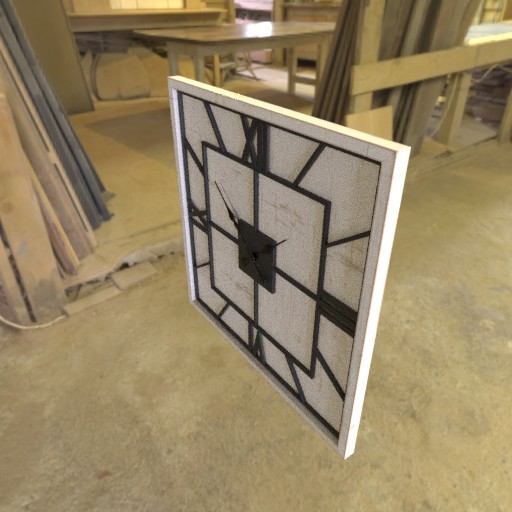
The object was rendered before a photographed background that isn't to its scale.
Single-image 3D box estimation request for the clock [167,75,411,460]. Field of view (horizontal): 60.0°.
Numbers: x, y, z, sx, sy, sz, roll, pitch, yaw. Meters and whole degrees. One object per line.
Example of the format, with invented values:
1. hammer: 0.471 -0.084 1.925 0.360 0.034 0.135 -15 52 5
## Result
1. clock: 0.000 0.000 1.051 0.032 0.705 0.705 -21 37 -30
